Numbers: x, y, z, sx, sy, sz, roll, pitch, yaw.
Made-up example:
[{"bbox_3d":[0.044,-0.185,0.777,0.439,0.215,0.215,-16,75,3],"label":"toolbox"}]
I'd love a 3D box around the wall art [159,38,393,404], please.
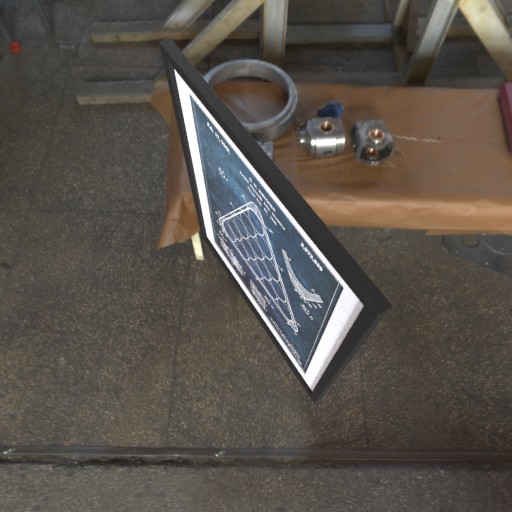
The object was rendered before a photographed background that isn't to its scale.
[{"bbox_3d":[0.000,0.000,1.223,0.028,0.863,0.755,-30,67,-14],"label":"wall art"}]
